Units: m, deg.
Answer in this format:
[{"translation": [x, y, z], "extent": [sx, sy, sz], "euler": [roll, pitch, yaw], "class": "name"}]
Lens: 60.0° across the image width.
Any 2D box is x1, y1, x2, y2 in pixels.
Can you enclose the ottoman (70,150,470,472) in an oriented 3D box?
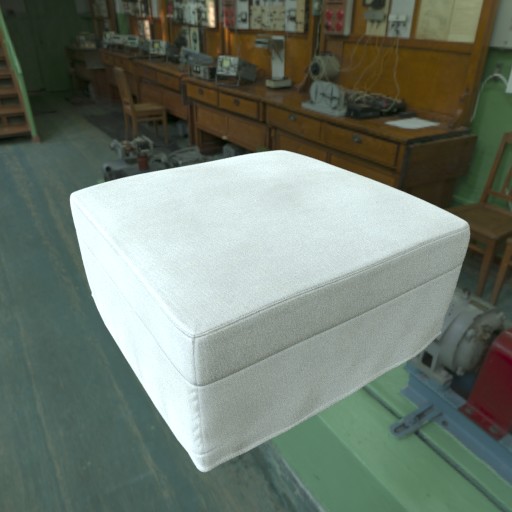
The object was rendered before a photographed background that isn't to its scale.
[{"translation": [0.000, 0.000, 1.317], "extent": [0.842, 0.441, 0.843], "euler": [-18, 34, -29], "class": "ottoman"}]
